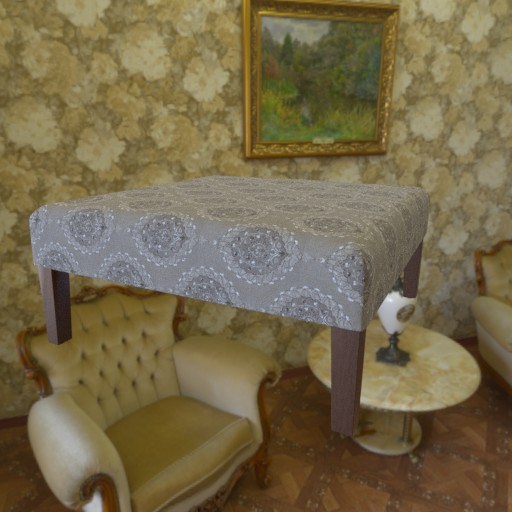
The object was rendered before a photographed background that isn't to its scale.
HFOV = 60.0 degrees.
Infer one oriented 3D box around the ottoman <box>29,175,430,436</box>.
[{"bbox_3d":[0.000,0.000,1.372,0.890,0.411,0.889,8,18,26],"label":"ottoman"}]
